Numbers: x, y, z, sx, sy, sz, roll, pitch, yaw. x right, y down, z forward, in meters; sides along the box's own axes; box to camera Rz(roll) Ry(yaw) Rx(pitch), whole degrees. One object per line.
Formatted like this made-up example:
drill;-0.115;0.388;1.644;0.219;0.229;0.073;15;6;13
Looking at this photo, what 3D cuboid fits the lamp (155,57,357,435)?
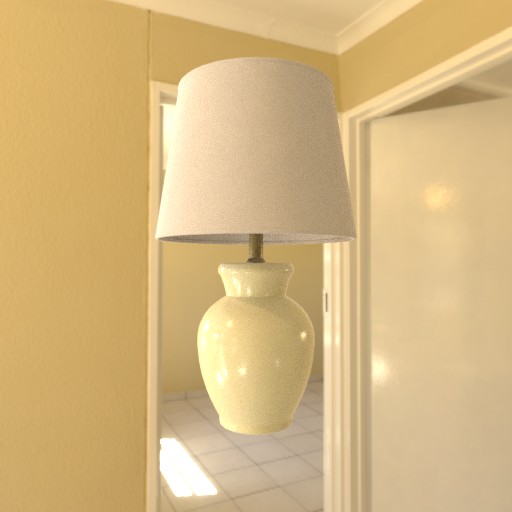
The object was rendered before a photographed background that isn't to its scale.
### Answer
lamp;0.000;0.000;0.538;0.239;0.399;0.239;0;-1;0
